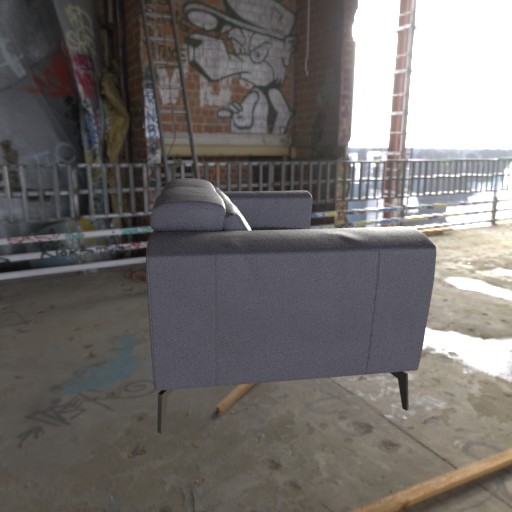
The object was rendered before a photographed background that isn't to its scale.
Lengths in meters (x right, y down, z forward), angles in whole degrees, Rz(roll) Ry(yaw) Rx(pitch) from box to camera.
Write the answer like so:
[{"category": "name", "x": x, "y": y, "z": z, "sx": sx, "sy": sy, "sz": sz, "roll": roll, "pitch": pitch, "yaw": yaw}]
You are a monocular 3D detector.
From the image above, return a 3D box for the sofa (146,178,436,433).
[{"category": "sofa", "x": 0.000, "y": 0.000, "z": 2.389, "sx": 1.003, "sy": 0.779, "sz": 1.895, "roll": -2, "pitch": 14, "yaw": -8}]
